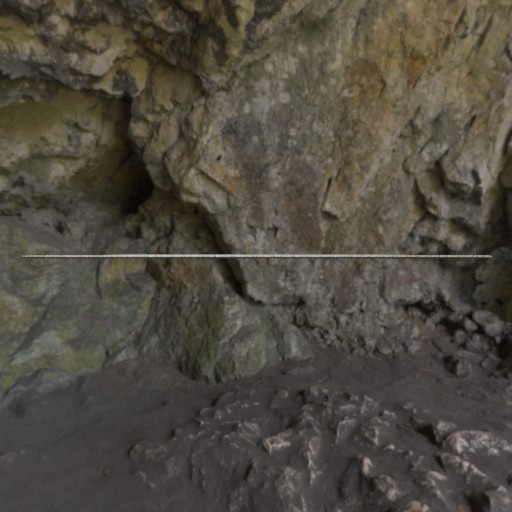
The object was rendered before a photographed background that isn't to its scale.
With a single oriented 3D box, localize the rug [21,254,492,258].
[{"bbox_3d":[0.000,0.000,2.932,2.270,0.017,1.606,0,0,0],"label":"rug"}]
